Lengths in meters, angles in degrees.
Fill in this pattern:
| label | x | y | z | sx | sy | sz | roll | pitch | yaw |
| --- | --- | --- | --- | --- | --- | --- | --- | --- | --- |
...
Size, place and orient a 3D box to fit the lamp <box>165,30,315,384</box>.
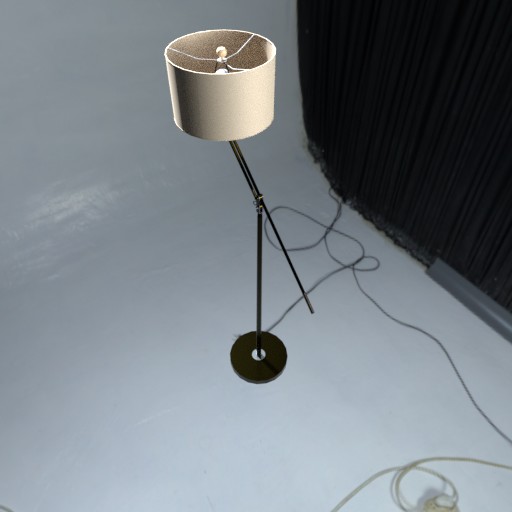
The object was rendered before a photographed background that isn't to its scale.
| label | x | y | z | sx | sy | sz | roll | pitch | yaw |
| --- | --- | --- | --- | --- | --- | --- | --- | --- | --- |
| lamp | 0.000 | 0.000 | 1.952 | 0.373 | 1.635 | 0.809 | -25 | 51 | -22 |
